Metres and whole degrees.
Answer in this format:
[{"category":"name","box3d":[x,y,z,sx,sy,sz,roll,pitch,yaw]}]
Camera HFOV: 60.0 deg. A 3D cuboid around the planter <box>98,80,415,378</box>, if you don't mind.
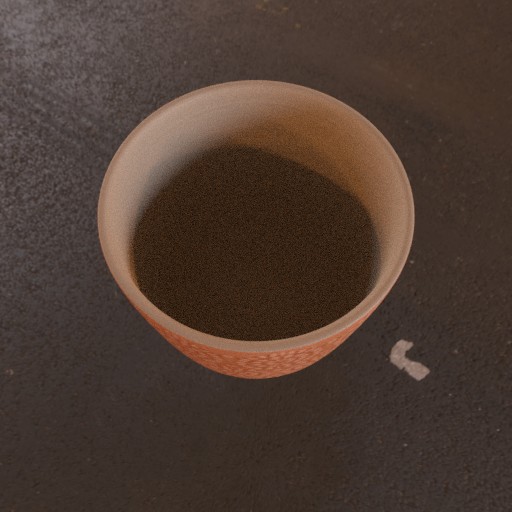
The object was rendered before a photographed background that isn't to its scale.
[{"category":"planter","box3d":[0.000,0.000,0.378,0.208,0.190,0.208,0,65,0]}]
